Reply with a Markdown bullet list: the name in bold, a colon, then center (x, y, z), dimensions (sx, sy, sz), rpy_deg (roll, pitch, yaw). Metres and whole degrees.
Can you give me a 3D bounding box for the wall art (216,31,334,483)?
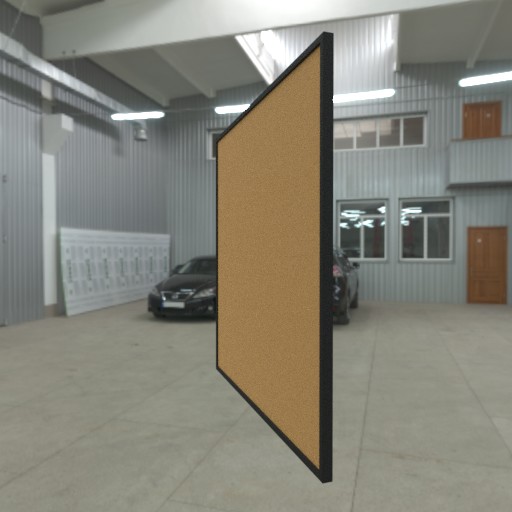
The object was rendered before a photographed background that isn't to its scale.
- **wall art**: center (0.000, 0.000, 0.667), dimensions (0.013, 0.457, 0.458), rpy_deg (0, 1, -19)
